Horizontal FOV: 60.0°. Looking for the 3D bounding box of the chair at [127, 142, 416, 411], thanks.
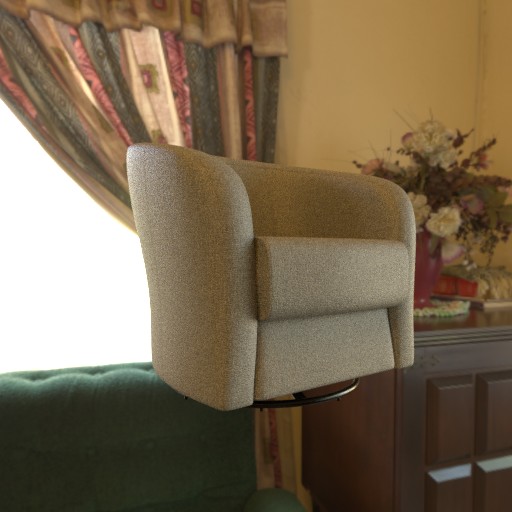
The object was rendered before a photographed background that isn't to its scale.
[{"bbox_3d":[0.000,0.000,1.427,0.791,0.771,0.815,0,0,-36],"label":"chair"}]
